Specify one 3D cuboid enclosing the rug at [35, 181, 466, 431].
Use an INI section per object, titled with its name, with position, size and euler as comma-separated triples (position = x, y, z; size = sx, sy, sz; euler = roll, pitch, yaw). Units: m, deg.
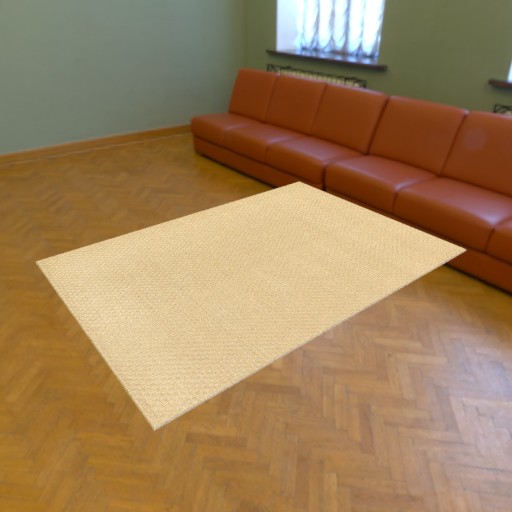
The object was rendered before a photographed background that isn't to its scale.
[rug]
position = 0.000, 0.000, 2.695
size = 2.144, 0.013, 1.509
euler = -22, 37, -33
